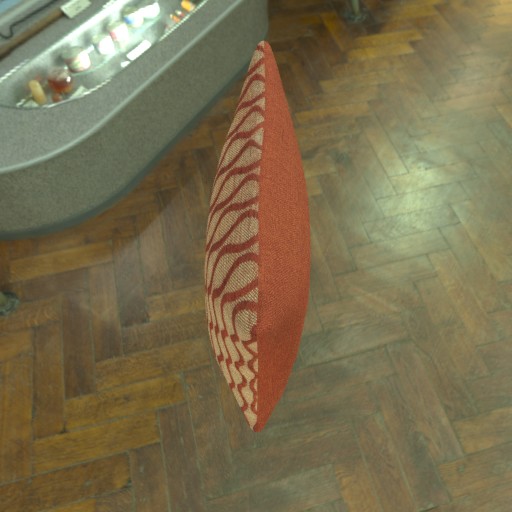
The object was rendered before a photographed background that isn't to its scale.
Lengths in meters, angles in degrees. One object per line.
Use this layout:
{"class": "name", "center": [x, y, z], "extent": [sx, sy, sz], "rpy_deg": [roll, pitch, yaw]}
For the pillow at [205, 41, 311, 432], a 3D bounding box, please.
{"class": "pillow", "center": [0.000, 0.000, 0.671], "extent": [0.159, 0.434, 0.429], "rpy_deg": [0, 58, 0]}
